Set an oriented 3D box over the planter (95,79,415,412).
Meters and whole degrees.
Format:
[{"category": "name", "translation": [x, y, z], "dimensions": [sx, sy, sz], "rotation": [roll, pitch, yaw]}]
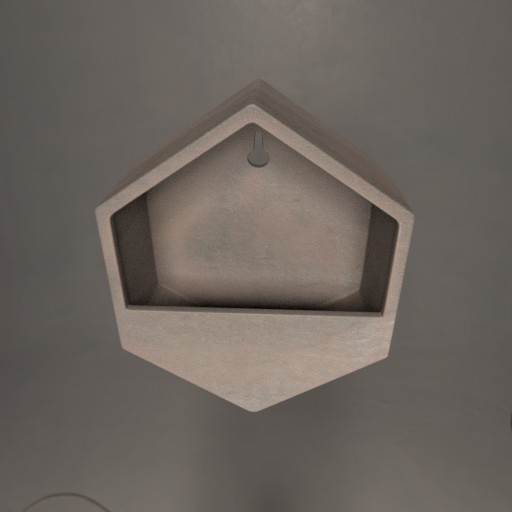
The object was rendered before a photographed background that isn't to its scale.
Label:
[{"category": "planter", "translation": [0.000, 0.000, 0.289], "dimensions": [0.169, 0.206, 0.077], "rotation": [1, 30, 2]}]
